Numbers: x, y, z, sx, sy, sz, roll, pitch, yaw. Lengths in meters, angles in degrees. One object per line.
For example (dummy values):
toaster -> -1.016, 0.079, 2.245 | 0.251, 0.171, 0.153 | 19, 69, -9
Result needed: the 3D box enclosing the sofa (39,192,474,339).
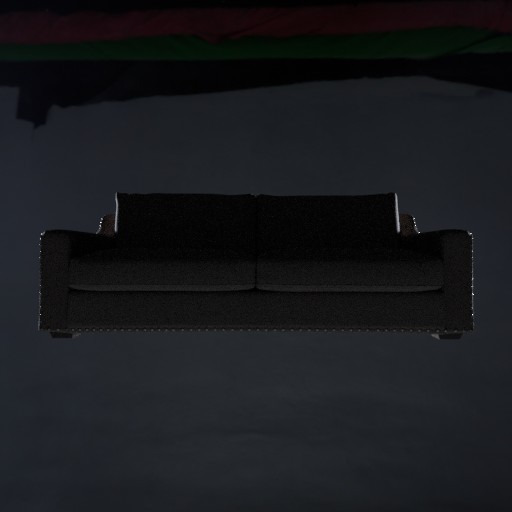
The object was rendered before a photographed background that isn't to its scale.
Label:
sofa -> 0.000, 0.000, 2.700 | 2.208, 0.857, 1.000 | 0, 0, 1
